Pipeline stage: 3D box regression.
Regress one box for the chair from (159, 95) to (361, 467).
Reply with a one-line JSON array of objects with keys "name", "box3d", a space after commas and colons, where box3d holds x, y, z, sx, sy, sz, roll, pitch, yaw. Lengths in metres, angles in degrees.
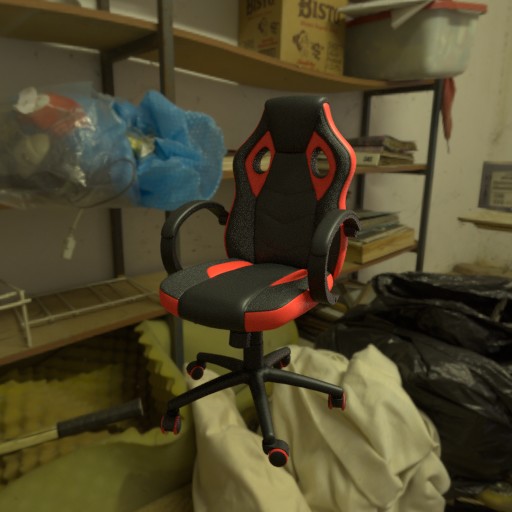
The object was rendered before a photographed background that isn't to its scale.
[{"name": "chair", "box3d": [0.000, 0.000, 1.414, 0.600, 1.016, 0.642, 7, 16, 26]}]
